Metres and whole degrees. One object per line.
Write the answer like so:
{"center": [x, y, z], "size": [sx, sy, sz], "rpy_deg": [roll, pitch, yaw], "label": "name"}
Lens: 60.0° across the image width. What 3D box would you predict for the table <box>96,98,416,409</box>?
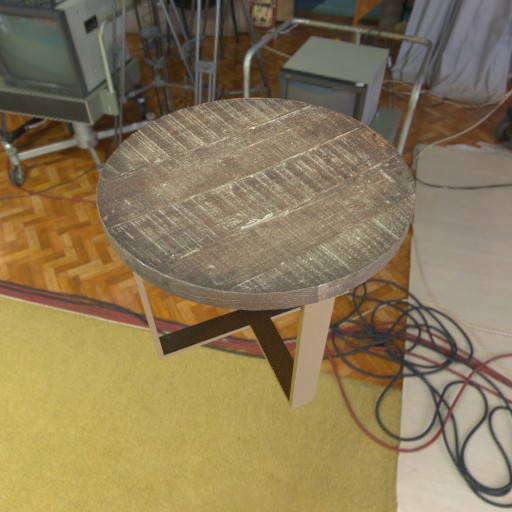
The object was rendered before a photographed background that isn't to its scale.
{"center": [0.000, 0.000, 0.954], "size": [0.557, 0.437, 0.557], "rpy_deg": [0, 47, 0], "label": "table"}
